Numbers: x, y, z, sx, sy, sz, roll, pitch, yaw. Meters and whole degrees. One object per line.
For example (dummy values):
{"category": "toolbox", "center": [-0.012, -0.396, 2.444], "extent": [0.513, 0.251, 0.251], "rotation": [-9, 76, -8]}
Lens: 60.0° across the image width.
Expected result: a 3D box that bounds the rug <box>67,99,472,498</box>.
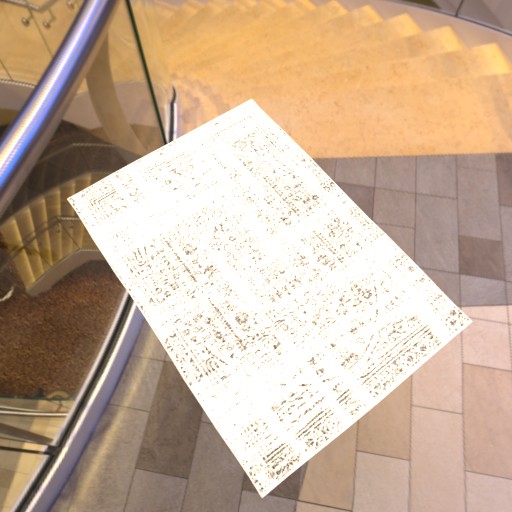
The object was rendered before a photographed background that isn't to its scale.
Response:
{"category": "rug", "center": [0.000, 0.000, 3.074], "extent": [1.706, 0.026, 2.438], "rotation": [-33, 68, -15]}
